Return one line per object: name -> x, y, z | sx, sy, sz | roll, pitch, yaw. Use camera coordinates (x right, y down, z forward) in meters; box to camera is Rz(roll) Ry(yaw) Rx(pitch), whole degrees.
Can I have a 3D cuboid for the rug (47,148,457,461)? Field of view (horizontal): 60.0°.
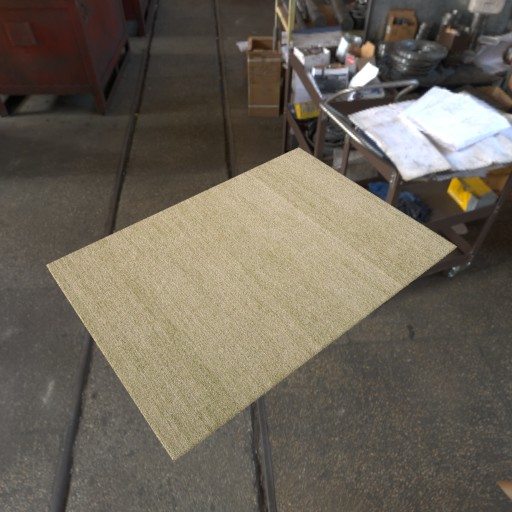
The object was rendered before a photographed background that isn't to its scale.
rug -> 0.000, 0.000, 5.183 | 3.935, 0.025, 2.782 | -30, 53, -26
